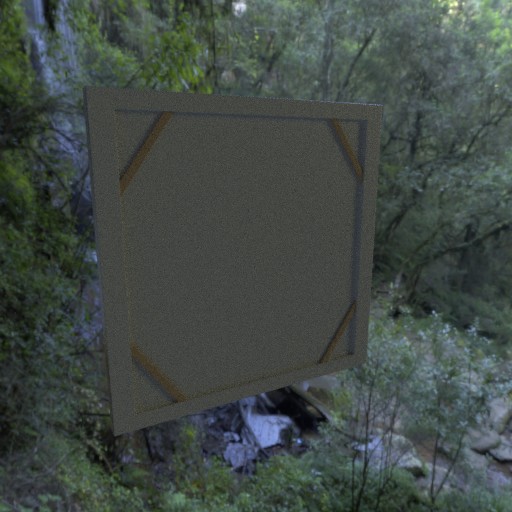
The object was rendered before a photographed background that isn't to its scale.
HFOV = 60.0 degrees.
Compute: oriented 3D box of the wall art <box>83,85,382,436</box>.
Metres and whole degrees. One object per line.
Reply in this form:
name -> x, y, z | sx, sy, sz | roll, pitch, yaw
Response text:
wall art -> 0.000, 0.000, 1.613 | 1.092, 1.091, 0.051 | -7, 15, -28
